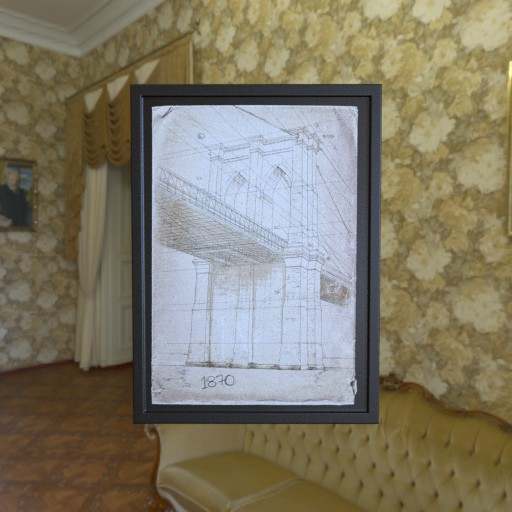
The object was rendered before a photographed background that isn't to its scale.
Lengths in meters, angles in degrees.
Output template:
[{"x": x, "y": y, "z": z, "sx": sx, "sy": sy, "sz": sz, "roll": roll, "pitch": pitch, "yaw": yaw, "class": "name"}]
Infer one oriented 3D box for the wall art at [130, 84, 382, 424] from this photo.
[{"x": 0.000, "y": 0.000, "z": 0.864, "sx": 0.480, "sy": 0.657, "sz": 0.016, "roll": 0, "pitch": 2, "yaw": 0, "class": "wall art"}]
